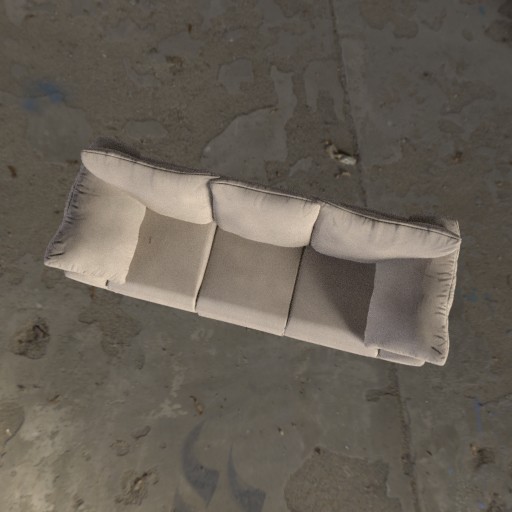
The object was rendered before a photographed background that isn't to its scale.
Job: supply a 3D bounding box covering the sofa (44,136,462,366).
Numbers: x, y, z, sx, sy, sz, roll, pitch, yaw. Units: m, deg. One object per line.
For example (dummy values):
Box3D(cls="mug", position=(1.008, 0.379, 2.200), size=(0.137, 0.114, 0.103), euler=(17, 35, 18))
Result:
Box3D(cls="sofa", position=(0.000, 0.000, 2.827), size=(2.334, 0.996, 0.878), euler=(14, 76, 3))
